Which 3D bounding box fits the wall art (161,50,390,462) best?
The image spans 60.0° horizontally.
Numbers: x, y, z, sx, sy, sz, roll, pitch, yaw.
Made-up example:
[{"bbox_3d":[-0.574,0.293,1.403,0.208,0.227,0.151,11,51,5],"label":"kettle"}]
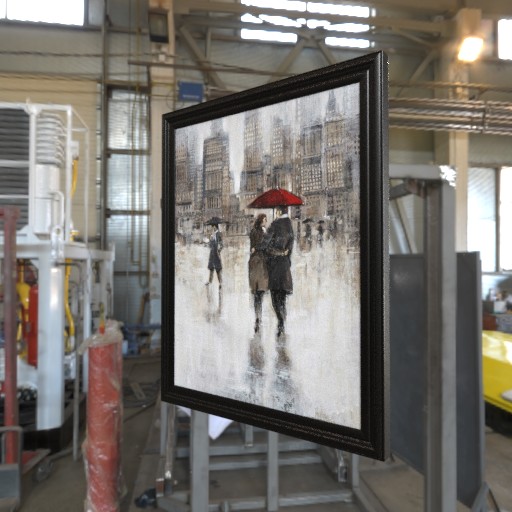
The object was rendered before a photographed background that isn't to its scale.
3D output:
[{"bbox_3d":[0.000,0.000,1.581,0.950,1.194,0.053,-1,-1,36],"label":"wall art"}]
